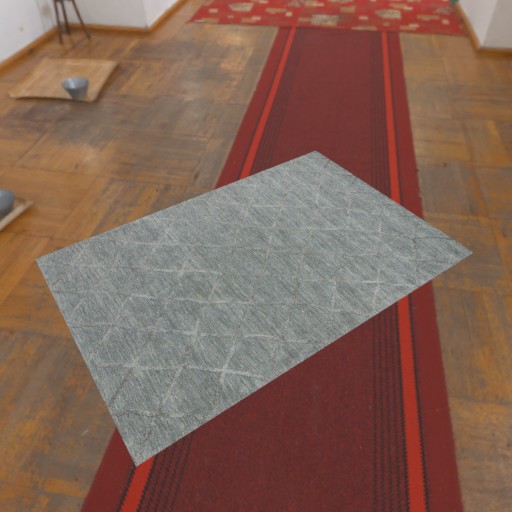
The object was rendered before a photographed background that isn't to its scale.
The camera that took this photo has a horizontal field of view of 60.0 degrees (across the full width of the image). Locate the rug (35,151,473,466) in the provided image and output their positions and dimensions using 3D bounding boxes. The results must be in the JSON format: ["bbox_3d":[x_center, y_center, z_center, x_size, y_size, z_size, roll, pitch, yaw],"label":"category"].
[{"bbox_3d":[0.000,0.000,2.775,2.283,0.006,1.521,-26,49,-25],"label":"rug"}]
